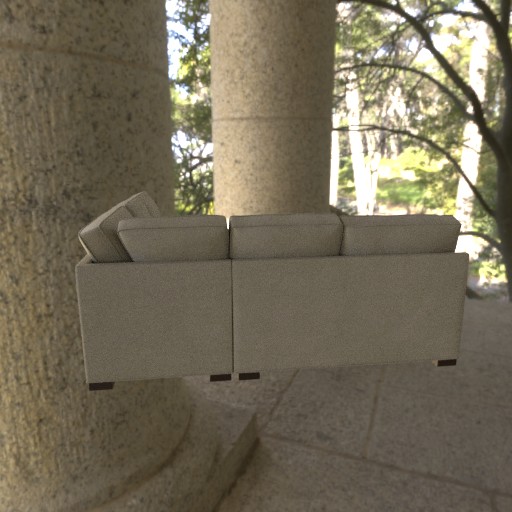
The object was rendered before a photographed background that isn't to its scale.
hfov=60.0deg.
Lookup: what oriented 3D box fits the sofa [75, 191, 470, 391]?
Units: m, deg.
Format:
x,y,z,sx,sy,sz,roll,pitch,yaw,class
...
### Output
x,y,z,sx,sy,sz,roll,pitch,yaw,class
0.000,0.000,3.491,2.188,0.936,2.211,-2,14,-8,sofa
